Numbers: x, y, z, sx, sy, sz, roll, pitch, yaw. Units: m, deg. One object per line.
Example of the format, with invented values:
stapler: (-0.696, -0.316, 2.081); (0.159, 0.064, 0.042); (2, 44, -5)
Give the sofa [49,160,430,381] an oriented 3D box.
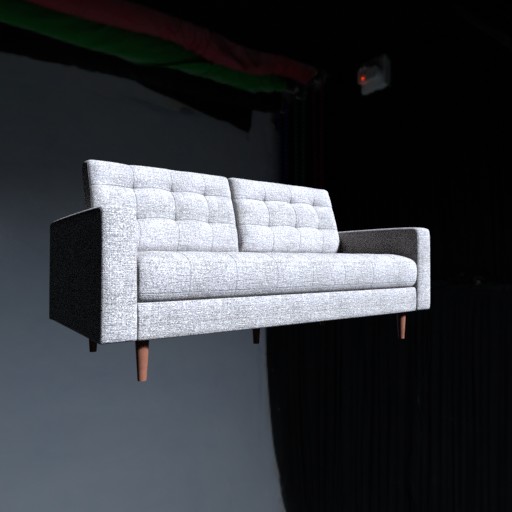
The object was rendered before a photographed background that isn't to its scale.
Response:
sofa: (0.000, 0.000, 2.292); (1.821, 0.902, 0.863); (0, -1, -36)
